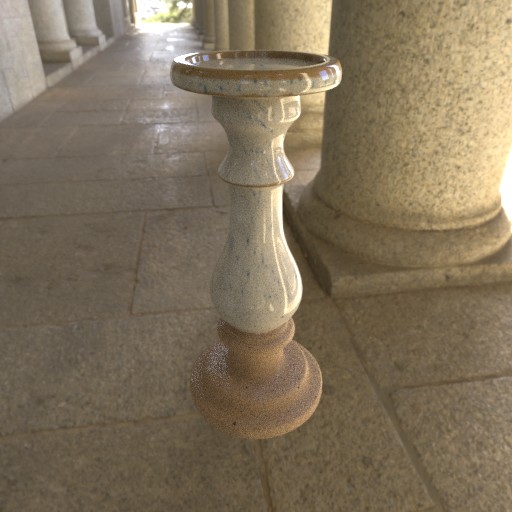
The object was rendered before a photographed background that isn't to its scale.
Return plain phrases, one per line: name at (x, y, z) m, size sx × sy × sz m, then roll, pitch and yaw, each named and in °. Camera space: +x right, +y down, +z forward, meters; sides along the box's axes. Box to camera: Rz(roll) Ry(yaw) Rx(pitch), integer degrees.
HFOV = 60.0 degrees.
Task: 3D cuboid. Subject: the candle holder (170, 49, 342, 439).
candle holder at (0.000, 0.000, 0.247) m, size 0.088 × 0.203 × 0.088 m, roll 0°, pitch 31°, yaw 0°
